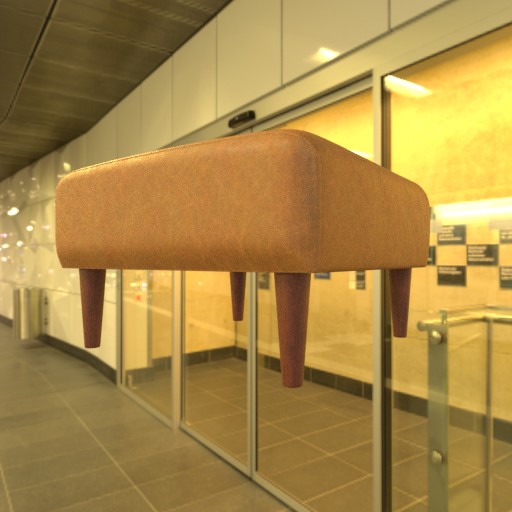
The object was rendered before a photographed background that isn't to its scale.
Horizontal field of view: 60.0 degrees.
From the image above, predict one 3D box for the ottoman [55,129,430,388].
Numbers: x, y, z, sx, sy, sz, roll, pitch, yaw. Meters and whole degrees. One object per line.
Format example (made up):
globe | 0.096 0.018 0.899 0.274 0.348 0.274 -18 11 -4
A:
ottoman | 0.000 0.000 1.033 0.650 0.399 0.650 0 -1 35
